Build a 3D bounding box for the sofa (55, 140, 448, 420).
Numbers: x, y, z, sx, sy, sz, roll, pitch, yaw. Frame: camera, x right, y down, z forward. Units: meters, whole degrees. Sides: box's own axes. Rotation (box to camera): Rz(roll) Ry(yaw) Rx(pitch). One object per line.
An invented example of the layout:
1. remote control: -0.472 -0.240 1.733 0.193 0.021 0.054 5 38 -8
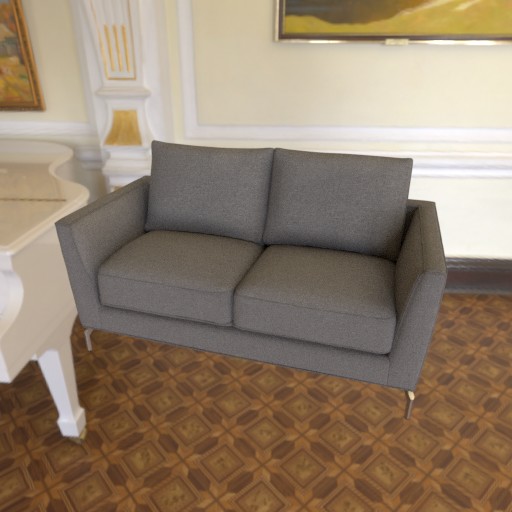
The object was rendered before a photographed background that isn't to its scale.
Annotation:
1. sofa: 0.000 0.000 2.130 1.594 0.924 0.803 8 27 15
